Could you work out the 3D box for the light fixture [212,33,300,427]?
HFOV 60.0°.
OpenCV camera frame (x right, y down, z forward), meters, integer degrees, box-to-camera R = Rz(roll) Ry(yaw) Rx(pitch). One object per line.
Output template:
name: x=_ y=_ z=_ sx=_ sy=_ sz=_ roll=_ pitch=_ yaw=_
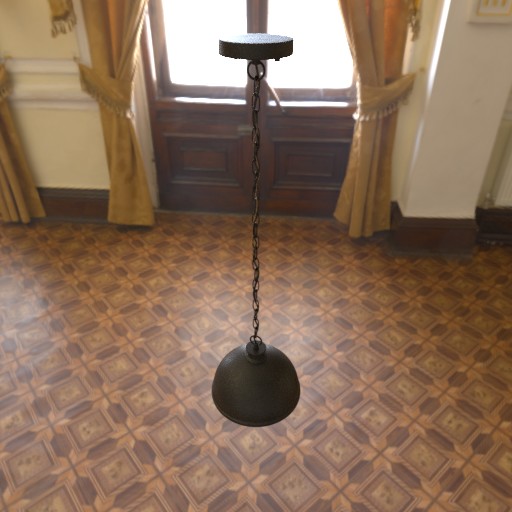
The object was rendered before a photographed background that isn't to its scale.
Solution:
light fixture: x=0.000 y=0.000 z=1.227 sx=0.304 sy=1.090 sz=0.304 roll=10 pitch=34 yaw=15
